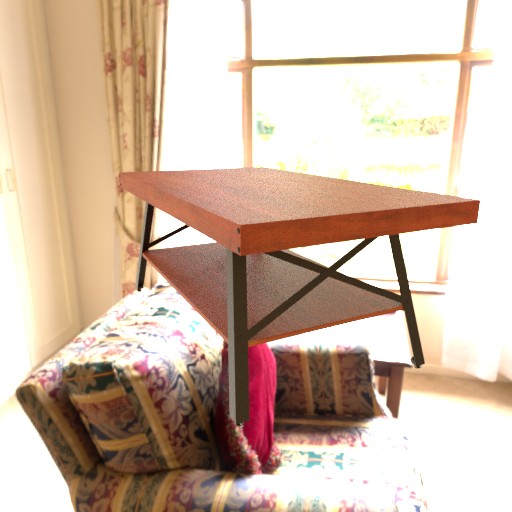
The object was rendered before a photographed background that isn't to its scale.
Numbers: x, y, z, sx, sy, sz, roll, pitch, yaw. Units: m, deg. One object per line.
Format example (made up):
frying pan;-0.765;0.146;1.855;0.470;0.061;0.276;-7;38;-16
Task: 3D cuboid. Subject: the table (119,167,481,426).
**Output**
table;0.000;0.000;1.397;0.610;0.457;1.067;-8;18;-26
